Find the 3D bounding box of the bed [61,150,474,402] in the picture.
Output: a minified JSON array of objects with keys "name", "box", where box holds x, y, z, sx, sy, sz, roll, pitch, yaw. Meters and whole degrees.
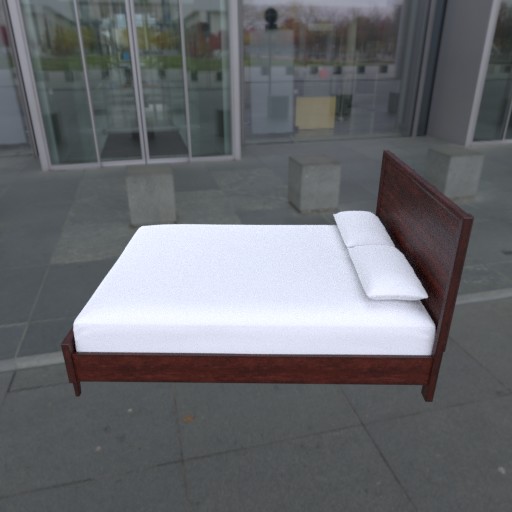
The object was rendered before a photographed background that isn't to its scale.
[{"name":"bed","box":[0.000,0.000,4.006,2.803,1.492,2.040,0,25,1]}]
